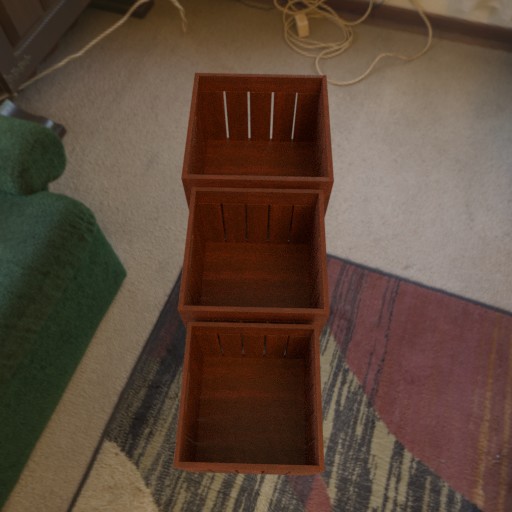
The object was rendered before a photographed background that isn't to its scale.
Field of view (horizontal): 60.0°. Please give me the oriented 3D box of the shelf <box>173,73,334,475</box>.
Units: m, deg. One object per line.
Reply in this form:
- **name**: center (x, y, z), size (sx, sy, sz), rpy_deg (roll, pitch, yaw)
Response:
- **shelf**: center (0.000, 0.000, 1.213), size (0.393, 0.311, 1.064), rpy_deg (1, 62, 1)
